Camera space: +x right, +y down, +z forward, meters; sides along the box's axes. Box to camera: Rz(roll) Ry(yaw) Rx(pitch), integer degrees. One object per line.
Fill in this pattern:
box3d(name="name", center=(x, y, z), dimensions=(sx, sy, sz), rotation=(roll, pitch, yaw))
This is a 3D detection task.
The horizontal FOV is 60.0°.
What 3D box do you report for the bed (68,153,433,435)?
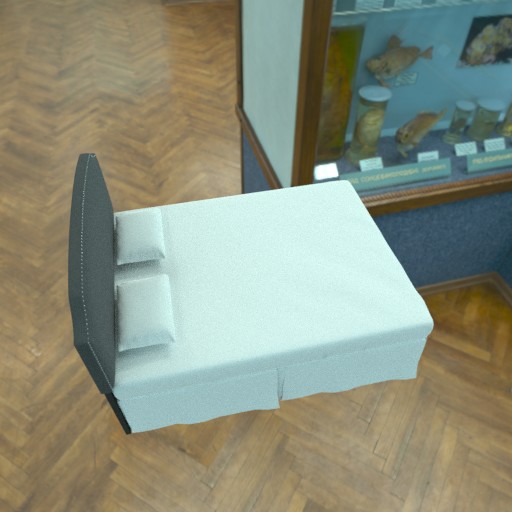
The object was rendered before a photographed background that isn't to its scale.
box3d(name="bed", center=(0.000, 0.000, 2.934), dimensions=(1.999, 1.270, 1.558), rotation=(-9, 47, -9))
